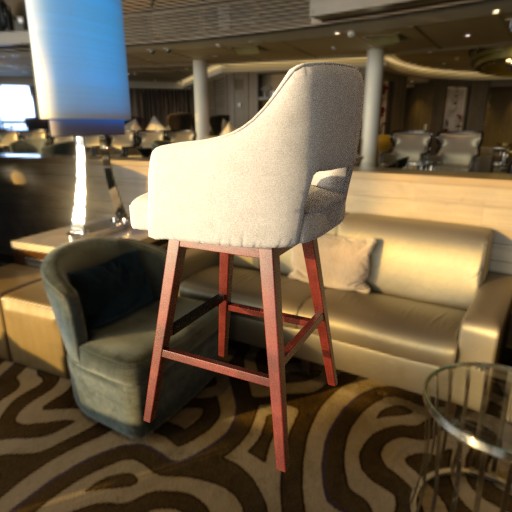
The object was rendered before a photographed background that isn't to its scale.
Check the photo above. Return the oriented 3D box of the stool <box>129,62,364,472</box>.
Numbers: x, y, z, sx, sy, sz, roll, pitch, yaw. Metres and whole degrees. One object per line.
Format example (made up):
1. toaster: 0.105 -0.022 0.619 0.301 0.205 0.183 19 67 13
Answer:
1. stool: 0.000 0.000 1.312 0.558 1.012 0.548 8 19 25
